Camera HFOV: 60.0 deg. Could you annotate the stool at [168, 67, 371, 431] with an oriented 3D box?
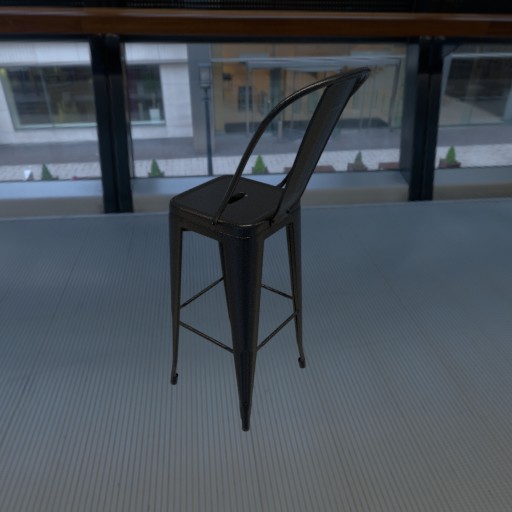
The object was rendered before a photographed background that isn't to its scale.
[{"bbox_3d":[0.000,0.000,1.347,0.513,1.096,0.399,21,37,31],"label":"stool"}]
